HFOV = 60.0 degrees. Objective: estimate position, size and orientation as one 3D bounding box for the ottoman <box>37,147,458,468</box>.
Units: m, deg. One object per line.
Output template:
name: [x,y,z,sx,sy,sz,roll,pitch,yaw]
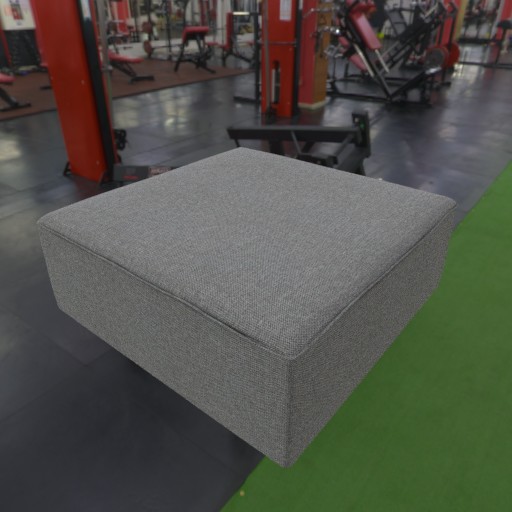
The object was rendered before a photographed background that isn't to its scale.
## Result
ottoman: [0.000,0.000,1.545,1.017,0.423,1.023,23,37,33]
